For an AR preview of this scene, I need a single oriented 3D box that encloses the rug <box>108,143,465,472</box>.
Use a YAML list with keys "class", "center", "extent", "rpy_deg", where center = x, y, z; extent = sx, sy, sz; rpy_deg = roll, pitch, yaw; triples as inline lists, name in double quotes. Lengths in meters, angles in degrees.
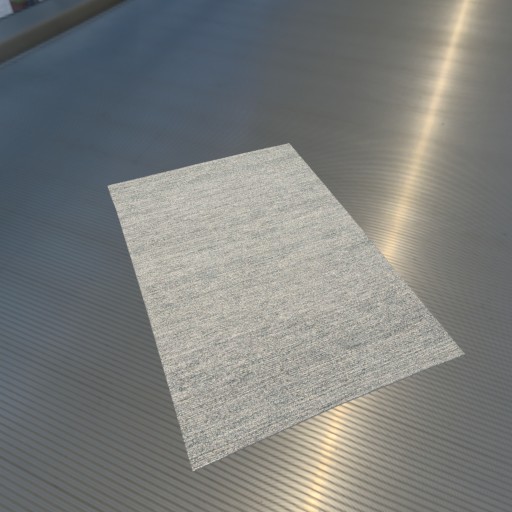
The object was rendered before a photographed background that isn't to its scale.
- class: "rug"
  center: [0.000, 0.000, 3.030]
  extent: [1.616, 0.030, 2.338]
  rpy_deg: [-17, 49, -15]
